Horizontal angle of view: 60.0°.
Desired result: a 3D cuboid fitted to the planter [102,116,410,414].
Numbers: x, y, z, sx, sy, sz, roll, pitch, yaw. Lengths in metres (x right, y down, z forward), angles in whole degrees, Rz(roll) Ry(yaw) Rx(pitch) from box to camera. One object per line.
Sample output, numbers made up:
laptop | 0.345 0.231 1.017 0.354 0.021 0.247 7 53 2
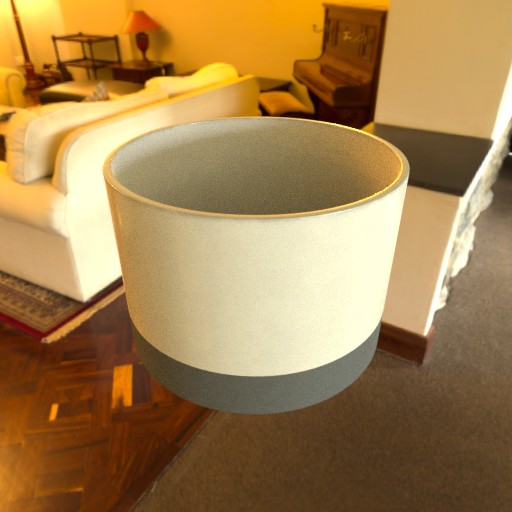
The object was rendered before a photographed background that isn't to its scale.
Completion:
planter | 0.000 0.000 0.220 0.128 0.105 0.128 0 31 0
